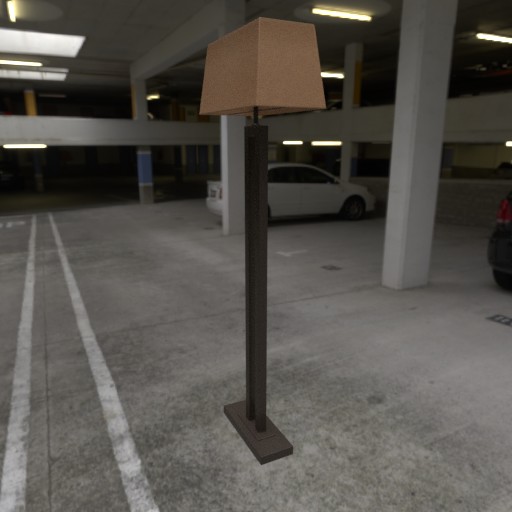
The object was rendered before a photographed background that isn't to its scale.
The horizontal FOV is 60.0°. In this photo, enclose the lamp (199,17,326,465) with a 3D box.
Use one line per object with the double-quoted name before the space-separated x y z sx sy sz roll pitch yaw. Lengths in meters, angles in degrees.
"lamp" 0.000 0.000 1.606 0.233 1.469 0.475 -7 16 -25
